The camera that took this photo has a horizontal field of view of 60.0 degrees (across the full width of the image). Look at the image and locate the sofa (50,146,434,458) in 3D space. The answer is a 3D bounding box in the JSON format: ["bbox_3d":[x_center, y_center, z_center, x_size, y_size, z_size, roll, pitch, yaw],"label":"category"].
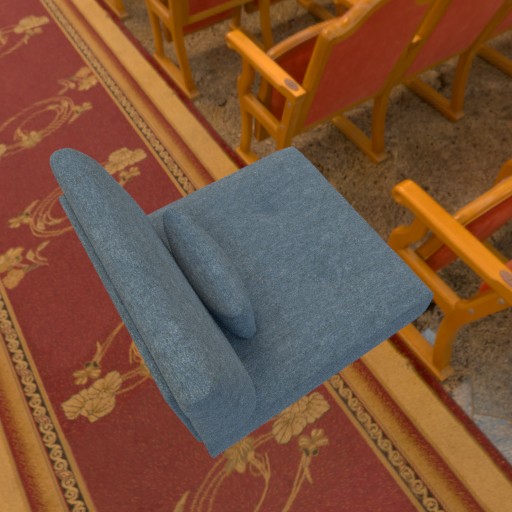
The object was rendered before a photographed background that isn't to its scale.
[{"bbox_3d":[0.000,0.000,1.619,1.000,0.820,0.930,-29,64,-16],"label":"sofa"}]
